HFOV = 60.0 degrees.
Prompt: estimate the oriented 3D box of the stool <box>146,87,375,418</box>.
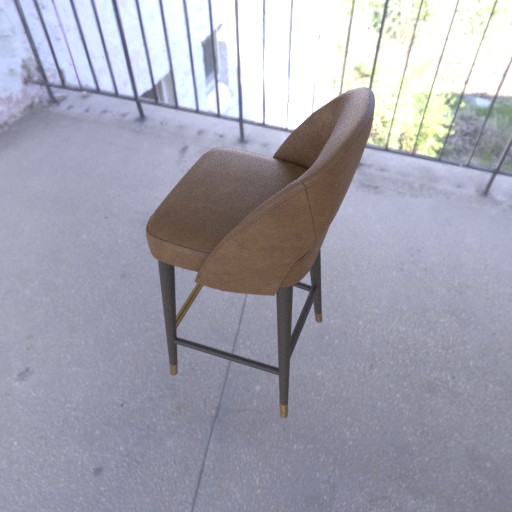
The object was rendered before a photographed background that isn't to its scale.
[{"bbox_3d":[0.000,0.000,1.337,0.509,1.037,0.494,16,49,15],"label":"stool"}]
